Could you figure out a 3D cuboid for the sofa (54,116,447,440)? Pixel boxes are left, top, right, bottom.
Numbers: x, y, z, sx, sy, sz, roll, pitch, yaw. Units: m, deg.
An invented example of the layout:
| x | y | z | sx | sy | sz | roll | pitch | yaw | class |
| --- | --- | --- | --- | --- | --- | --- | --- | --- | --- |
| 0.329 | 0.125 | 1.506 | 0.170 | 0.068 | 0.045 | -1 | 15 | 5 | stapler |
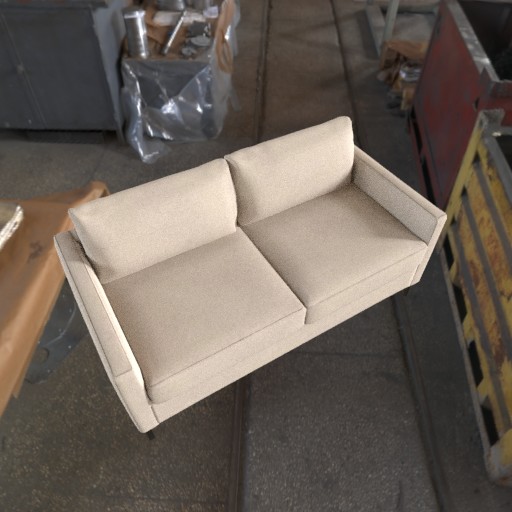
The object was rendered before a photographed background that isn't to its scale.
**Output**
| x | y | z | sx | sy | sz | roll | pitch | yaw | class |
| --- | --- | --- | --- | --- | --- | --- | --- | --- | --- |
| 0.000 | 0.000 | 2.208 | 1.682 | 0.840 | 0.875 | -24 | 52 | -20 | sofa |
